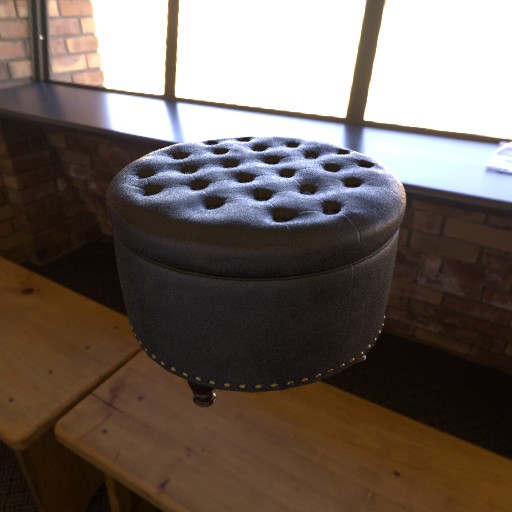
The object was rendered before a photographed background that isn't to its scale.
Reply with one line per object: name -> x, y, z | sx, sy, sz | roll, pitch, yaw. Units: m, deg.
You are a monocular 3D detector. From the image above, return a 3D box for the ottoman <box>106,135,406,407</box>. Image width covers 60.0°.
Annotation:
ottoman -> 0.000, 0.000, 1.068 | 0.637, 0.442, 0.637 | 0, 30, 0
